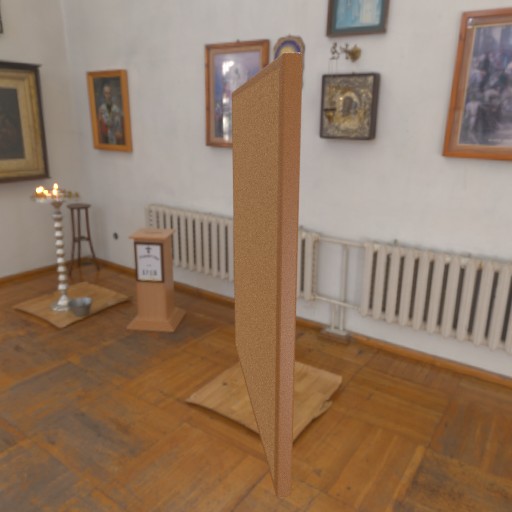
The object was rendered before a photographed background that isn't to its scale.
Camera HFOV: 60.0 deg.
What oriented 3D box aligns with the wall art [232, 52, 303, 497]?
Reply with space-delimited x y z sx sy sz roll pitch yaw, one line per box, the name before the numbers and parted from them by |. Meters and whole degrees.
wall art | 0.000 0.000 0.741 0.022 0.553 0.452 -3 16 -9
